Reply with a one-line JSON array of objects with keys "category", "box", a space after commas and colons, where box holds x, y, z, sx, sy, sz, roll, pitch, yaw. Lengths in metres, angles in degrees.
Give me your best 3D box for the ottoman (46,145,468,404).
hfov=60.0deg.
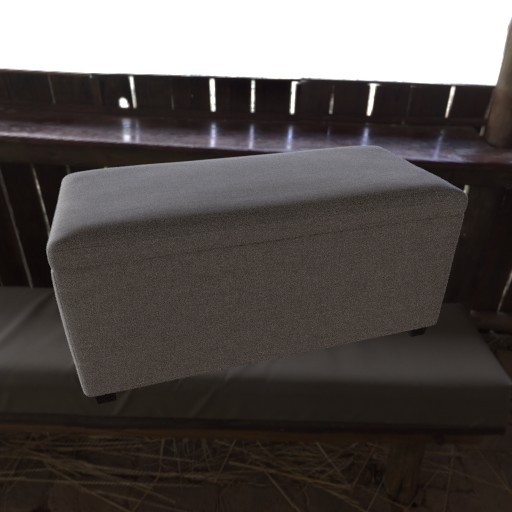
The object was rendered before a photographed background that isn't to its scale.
[{"category": "ottoman", "box": [0.000, 0.000, 1.133, 0.902, 0.432, 0.419, -8, 31, -14]}]
